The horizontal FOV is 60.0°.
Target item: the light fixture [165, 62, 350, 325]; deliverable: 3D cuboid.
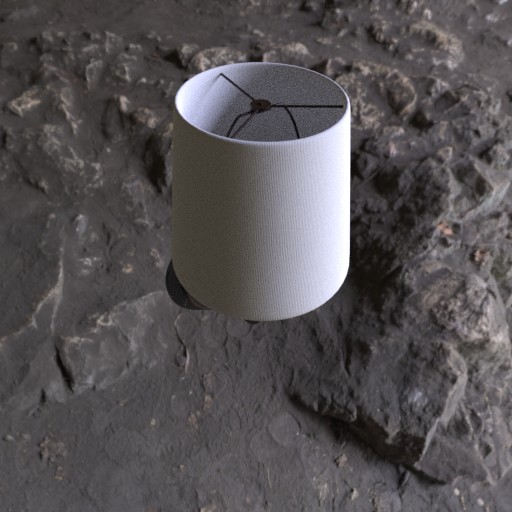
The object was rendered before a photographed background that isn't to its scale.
[{"bbox_3d":[0.000,0.000,0.444,0.168,0.337,0.188,-24,50,-22],"label":"light fixture"}]
